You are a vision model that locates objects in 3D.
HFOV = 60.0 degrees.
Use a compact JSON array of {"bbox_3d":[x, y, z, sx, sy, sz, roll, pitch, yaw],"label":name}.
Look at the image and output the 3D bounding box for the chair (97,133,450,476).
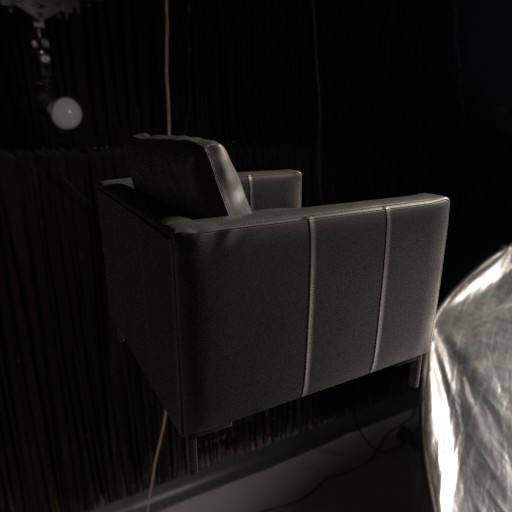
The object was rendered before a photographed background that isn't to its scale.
[{"bbox_3d":[0.000,0.000,1.473,0.861,0.824,0.967,-9,19,-27],"label":"chair"}]
